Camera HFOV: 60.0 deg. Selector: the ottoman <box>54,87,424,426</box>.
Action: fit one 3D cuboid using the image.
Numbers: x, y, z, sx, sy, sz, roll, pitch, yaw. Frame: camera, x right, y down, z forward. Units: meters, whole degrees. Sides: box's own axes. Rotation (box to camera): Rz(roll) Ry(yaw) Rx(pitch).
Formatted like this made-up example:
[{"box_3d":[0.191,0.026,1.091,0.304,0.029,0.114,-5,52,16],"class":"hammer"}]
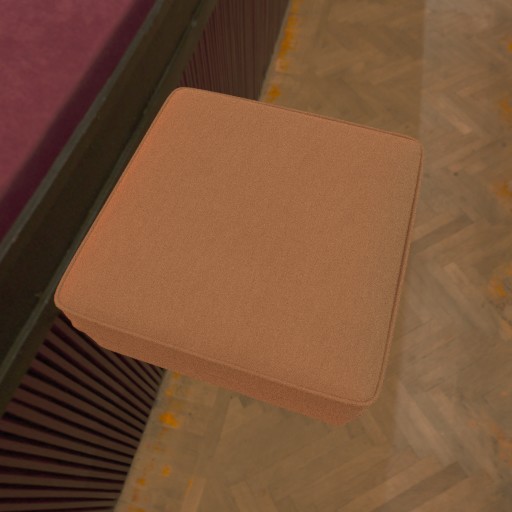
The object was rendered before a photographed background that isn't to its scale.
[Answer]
[{"box_3d":[0.000,0.000,1.042,0.613,0.438,0.616,16,63,8],"class":"ottoman"}]
